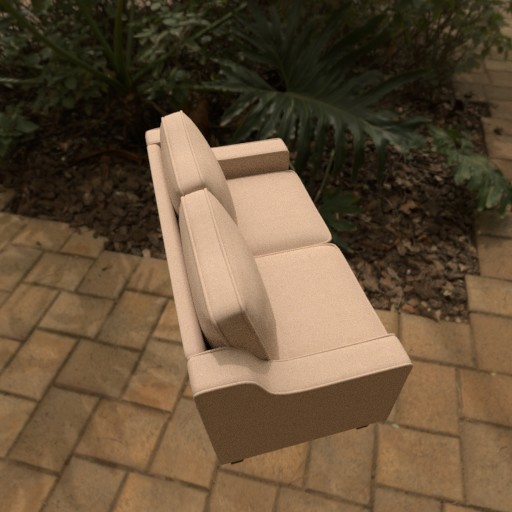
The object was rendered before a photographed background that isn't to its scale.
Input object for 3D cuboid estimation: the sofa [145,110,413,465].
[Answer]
[{"bbox_3d":[0.000,0.000,3.503,1.351,1.562,2.587,-11,47,-10],"label":"sofa"}]
